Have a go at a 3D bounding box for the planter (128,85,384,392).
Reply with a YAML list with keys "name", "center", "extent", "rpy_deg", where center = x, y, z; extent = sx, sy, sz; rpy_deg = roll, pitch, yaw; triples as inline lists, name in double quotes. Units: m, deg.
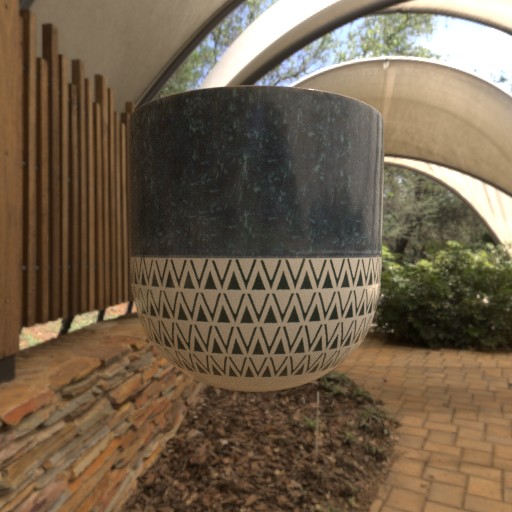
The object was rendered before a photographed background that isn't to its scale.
- name: "planter"
  center: [0.000, 0.000, 0.479]
  extent: [0.266, 0.270, 0.266]
  rpy_deg: [0, 1, 0]
